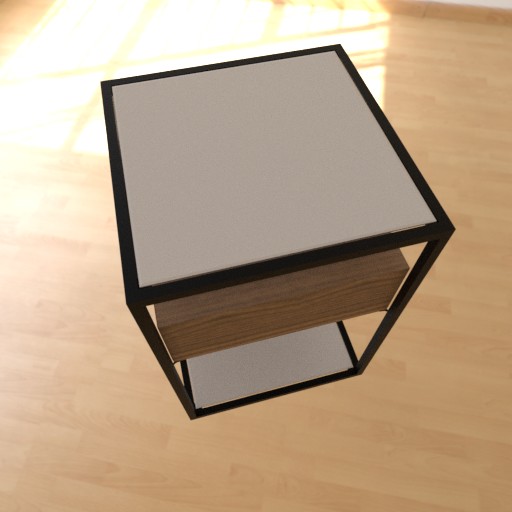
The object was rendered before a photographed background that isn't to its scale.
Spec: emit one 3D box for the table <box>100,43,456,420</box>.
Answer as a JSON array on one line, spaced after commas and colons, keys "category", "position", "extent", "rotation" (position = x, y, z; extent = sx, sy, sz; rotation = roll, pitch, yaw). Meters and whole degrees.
[{"category": "table", "position": [0.000, 0.000, 0.811], "extent": [0.378, 0.540, 0.378], "rotation": [-12, 58, -8]}]
